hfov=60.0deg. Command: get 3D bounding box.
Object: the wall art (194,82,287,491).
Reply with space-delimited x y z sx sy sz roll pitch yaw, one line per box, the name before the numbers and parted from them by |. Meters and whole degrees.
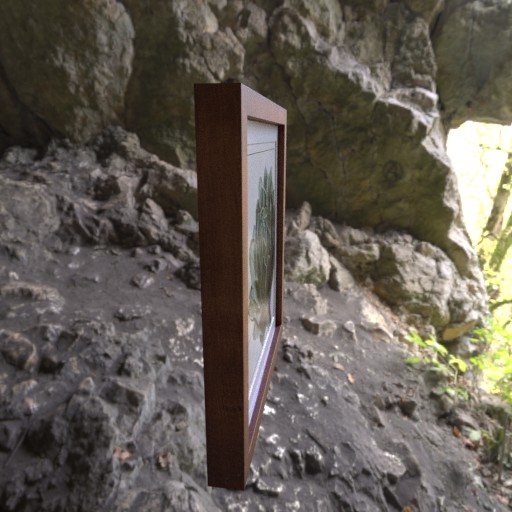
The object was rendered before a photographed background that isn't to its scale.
wall art | 0.000 0.000 0.583 0.038 0.385 0.386 2 15 9
